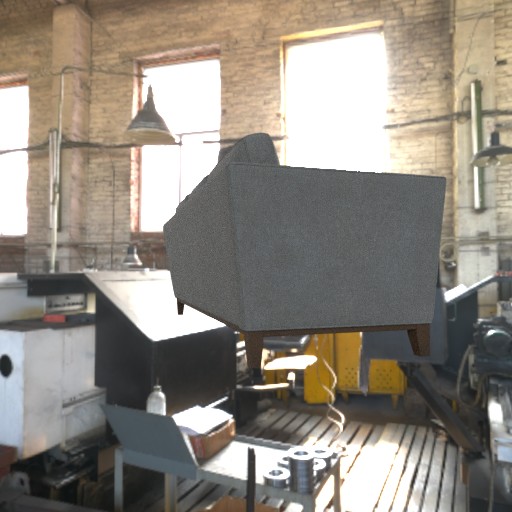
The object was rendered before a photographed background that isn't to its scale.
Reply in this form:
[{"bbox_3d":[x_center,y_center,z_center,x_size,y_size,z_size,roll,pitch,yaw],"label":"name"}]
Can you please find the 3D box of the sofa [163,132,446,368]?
[{"bbox_3d":[0.000,0.000,2.864,0.965,0.940,2.387,1,-2,-17],"label":"sofa"}]
